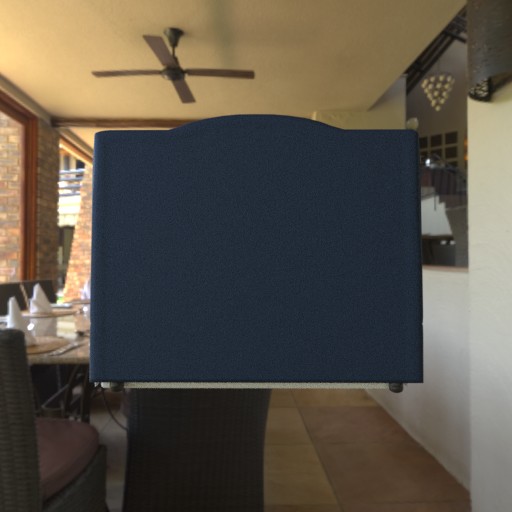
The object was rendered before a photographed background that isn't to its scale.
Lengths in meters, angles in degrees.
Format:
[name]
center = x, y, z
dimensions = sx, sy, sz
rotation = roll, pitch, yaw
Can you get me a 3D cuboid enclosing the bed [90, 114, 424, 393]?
[bed]
center = 0.000, 0.000, 3.508
dimensions = 1.741, 1.441, 2.507
rotation = 0, -1, 0
